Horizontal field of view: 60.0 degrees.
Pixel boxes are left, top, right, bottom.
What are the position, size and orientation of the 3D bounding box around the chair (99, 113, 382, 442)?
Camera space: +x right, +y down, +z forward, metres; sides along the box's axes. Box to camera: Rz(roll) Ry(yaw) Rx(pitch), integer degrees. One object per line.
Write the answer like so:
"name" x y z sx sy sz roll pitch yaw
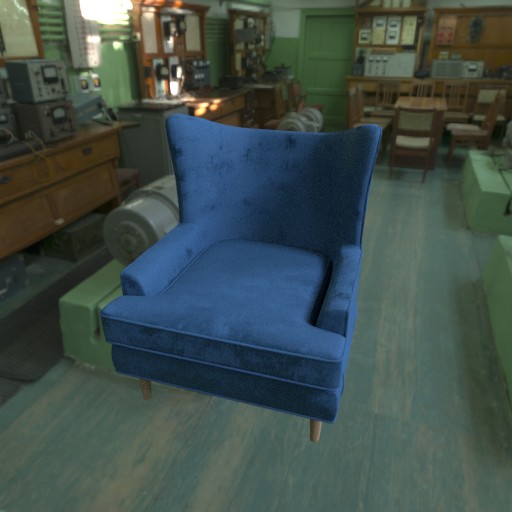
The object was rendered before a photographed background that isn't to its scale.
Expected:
"chair" 0.000 0.000 1.663 0.793 0.952 0.910 8 28 16
